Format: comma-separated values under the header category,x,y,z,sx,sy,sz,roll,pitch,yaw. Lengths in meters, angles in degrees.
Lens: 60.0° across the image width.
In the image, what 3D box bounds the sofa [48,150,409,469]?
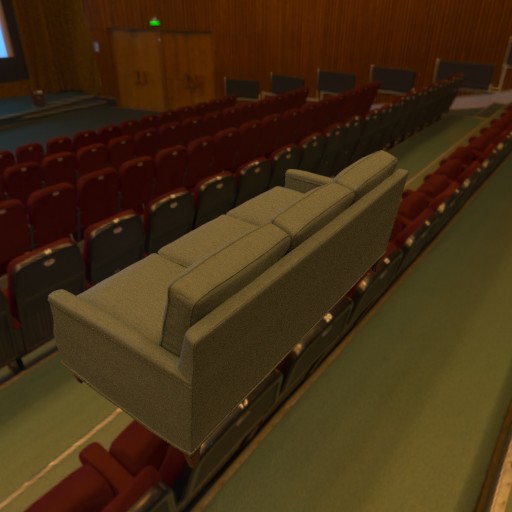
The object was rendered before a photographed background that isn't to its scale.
category,x,y,z,sx,sy,sz,roll,pitch,yaw
sofa,0.000,0.000,2.788,1.084,1.003,2.246,21,37,31
